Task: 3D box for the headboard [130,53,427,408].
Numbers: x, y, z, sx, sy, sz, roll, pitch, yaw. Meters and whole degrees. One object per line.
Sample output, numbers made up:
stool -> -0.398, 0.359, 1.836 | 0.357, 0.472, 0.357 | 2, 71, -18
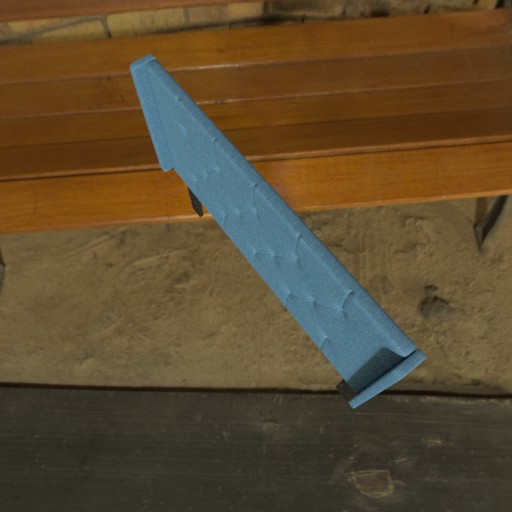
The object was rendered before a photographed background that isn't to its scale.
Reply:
headboard -> 0.000, 0.000, 2.716 | 0.184, 1.524, 2.051 | -34, 69, -15
